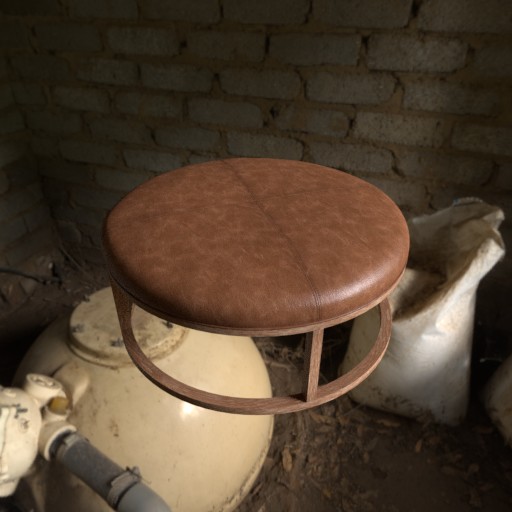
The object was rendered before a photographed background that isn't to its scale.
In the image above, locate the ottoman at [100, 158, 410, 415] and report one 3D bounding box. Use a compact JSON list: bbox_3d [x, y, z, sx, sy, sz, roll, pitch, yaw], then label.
[{"bbox_3d":[0.000,0.000,1.571,1.006,0.445,1.006,0,33,0],"label":"ottoman"}]
